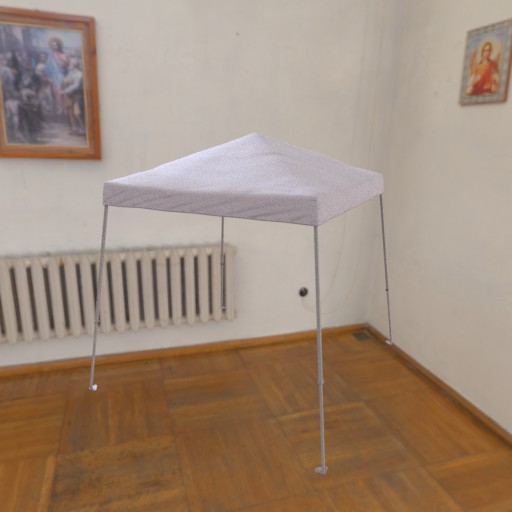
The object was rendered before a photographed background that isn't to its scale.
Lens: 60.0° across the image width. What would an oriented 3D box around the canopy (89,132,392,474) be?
[{"bbox_3d":[0.000,0.000,5.303,2.850,2.850,2.849,8,17,27],"label":"canopy"}]
